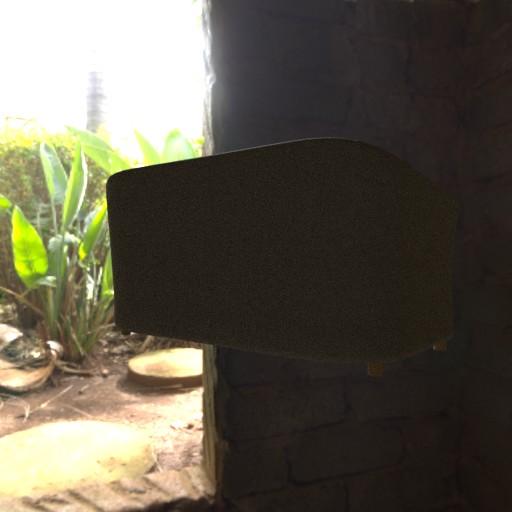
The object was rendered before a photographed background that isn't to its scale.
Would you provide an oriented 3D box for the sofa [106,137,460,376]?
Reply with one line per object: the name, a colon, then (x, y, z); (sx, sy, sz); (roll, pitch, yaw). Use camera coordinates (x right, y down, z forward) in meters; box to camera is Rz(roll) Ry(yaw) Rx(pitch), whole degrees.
sofa: (0.000, 0.000, 1.854); (1.452, 0.721, 0.705); (0, 0, 35)
